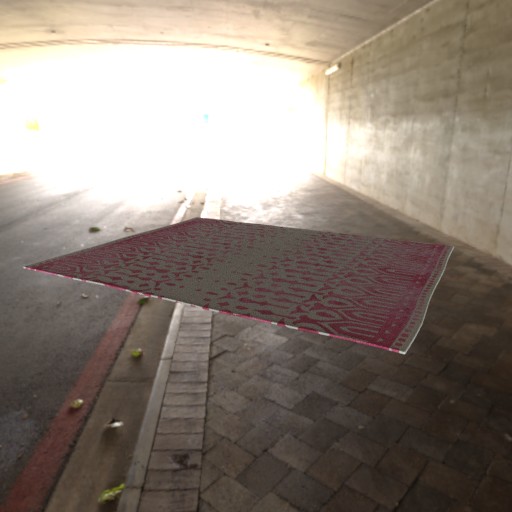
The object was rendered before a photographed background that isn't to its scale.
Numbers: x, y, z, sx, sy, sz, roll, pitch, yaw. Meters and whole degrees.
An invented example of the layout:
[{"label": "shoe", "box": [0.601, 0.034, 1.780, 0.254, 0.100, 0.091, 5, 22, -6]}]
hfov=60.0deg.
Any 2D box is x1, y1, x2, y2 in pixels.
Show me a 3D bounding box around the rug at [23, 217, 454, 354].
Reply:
[{"label": "rug", "box": [0.000, 0.000, 3.987, 3.095, 0.016, 2.441, 9, 18, 27]}]
